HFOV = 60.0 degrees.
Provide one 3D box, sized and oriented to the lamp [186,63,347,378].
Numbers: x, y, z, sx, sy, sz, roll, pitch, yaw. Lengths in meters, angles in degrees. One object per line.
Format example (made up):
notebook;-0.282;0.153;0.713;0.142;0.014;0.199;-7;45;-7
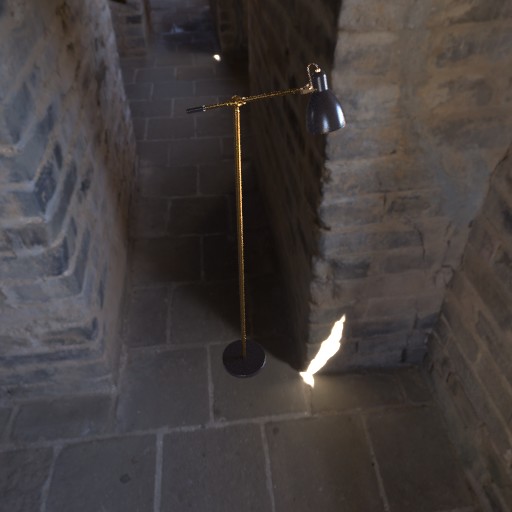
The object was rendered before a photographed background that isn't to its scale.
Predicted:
lamp;0.000;0.000;1.833;0.618;1.628;0.235;27;49;26
